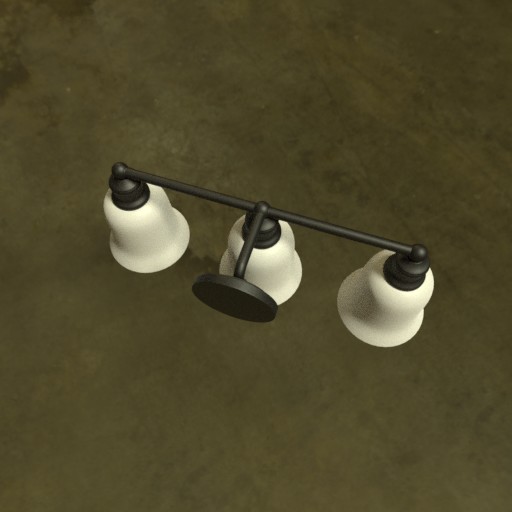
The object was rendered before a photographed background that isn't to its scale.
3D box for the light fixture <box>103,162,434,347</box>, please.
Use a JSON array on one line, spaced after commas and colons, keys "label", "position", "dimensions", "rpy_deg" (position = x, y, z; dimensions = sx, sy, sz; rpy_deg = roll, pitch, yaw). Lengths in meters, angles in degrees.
[{"label": "light fixture", "position": [0.000, 0.000, 0.675], "dimensions": [0.570, 0.211, 0.198], "rpy_deg": [16, 65, 8]}]
